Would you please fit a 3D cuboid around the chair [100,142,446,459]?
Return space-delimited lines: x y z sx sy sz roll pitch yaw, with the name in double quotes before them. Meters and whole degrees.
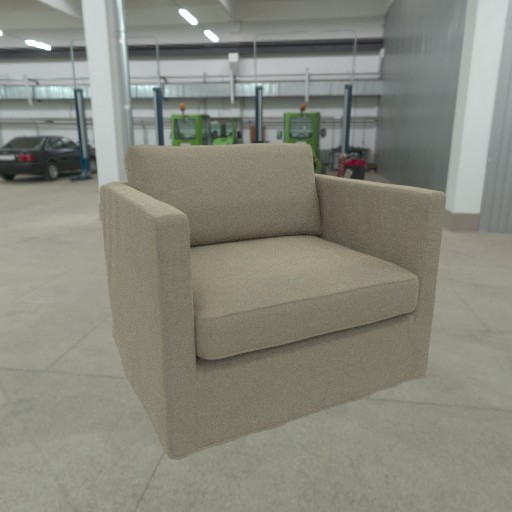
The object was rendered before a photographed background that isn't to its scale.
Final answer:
"chair" 0.000 0.000 1.765 1.057 0.863 0.949 -8 17 -26
